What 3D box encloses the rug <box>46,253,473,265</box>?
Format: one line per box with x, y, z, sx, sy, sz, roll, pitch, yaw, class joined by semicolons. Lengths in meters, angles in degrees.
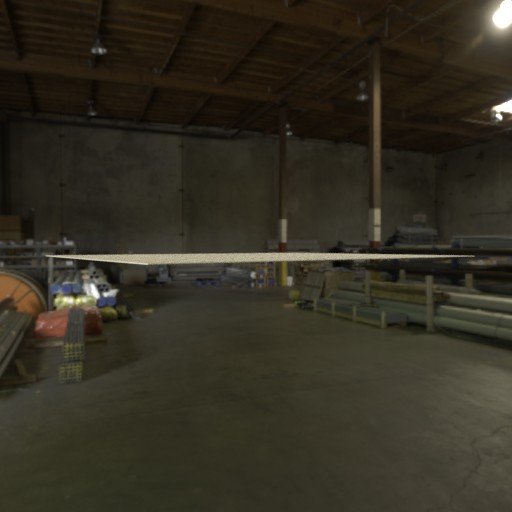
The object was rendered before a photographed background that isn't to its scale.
0.000;0.000;4.006;3.045;0.008;2.421;-1;2;-36;rug
